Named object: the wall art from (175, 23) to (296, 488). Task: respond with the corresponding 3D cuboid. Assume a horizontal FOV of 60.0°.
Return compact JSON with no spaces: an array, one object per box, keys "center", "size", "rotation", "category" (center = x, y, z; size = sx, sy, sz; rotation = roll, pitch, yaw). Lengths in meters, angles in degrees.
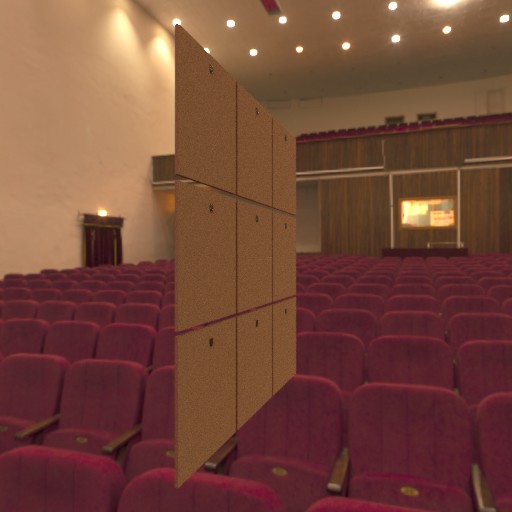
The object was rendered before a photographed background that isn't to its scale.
[{"center":[0.000,0.000,2.180],"size":[0.019,1.532,1.533],"rotation":[0,0,20],"category":"wall art"}]
